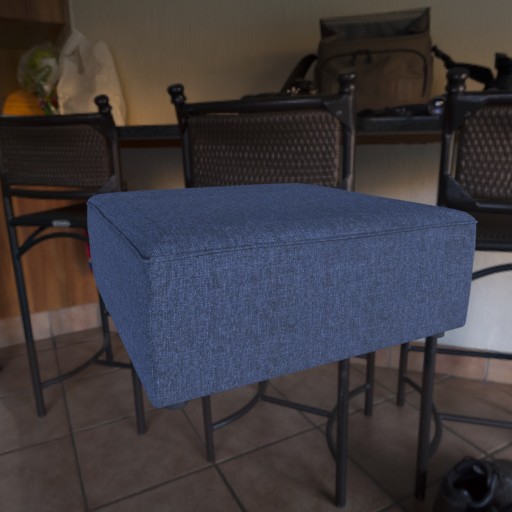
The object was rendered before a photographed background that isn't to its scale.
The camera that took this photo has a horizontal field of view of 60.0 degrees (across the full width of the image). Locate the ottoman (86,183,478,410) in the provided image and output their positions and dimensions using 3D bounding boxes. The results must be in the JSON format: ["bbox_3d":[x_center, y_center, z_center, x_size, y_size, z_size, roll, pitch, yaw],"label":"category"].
[{"bbox_3d":[0.000,0.000,1.576,1.023,0.423,1.017,-7,17,-25],"label":"ottoman"}]
